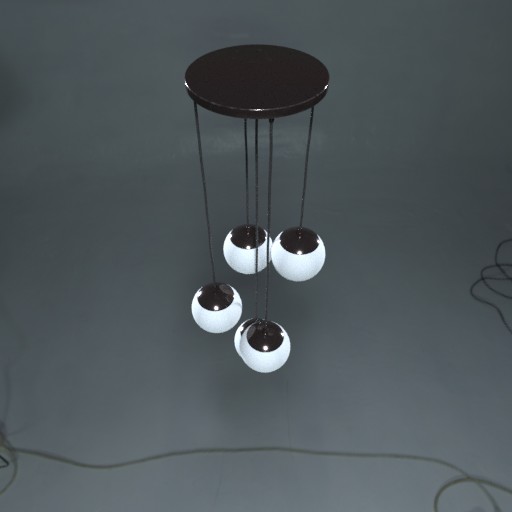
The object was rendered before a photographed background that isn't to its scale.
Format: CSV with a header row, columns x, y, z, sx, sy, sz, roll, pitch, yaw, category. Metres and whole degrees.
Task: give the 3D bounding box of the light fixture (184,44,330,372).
x,y,z,sx,sy,sz,roll,pitch,yaw,category
0.000,0.000,1.520,0.489,1.271,0.484,-2,47,-2,light fixture
